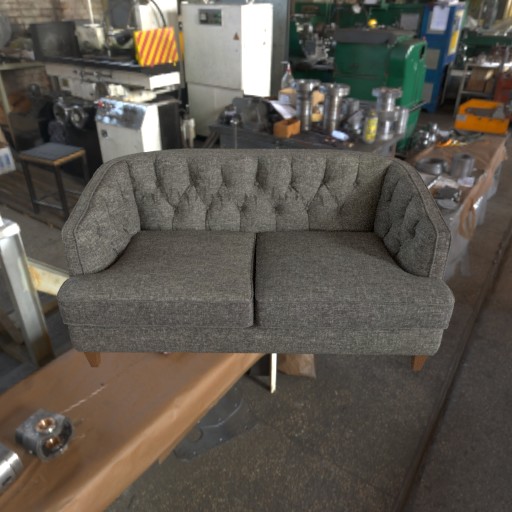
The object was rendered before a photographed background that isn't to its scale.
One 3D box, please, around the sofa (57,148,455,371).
[{"bbox_3d":[0.000,0.000,2.282,1.733,0.855,0.941,0,30,1],"label":"sofa"}]
